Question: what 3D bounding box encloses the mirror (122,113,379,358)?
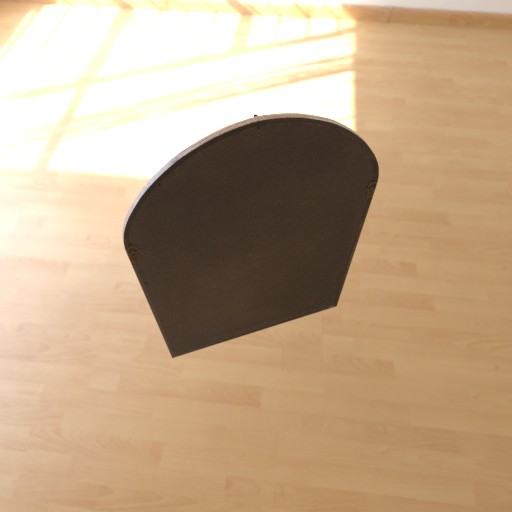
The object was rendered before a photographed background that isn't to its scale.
[{"bbox_3d":[0.000,0.000,1.183,0.609,0.915,0.032,-16,58,-10],"label":"mirror"}]
